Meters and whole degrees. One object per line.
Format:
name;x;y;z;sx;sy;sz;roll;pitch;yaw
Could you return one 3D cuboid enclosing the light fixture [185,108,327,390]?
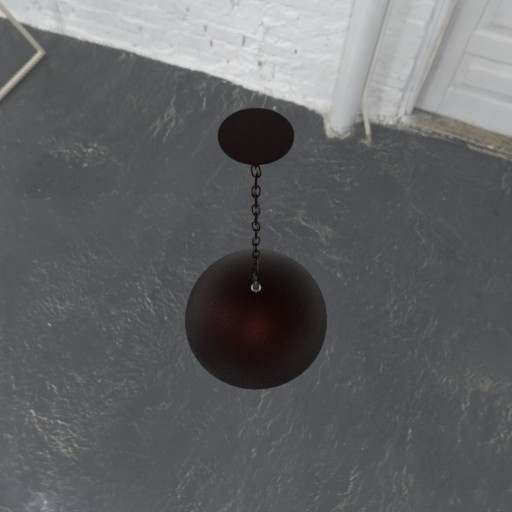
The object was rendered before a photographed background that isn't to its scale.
light fixture;0.000;0.000;1.176;0.492;0.869;0.492;1;60;0
